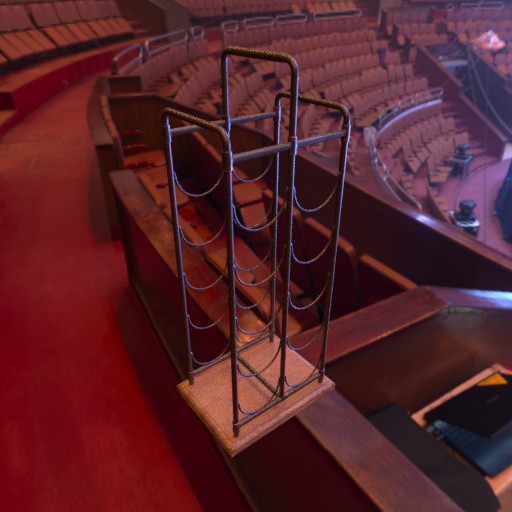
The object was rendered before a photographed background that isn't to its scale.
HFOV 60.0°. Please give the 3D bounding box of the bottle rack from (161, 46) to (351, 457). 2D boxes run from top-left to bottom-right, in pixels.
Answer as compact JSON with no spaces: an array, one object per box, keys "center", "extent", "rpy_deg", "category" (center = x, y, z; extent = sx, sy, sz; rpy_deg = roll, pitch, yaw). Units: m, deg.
[{"center":[0.000,0.000,0.800],"extent":[0.276,0.680,0.208],"rpy_deg":[-21,36,-32],"category":"bottle rack"}]
